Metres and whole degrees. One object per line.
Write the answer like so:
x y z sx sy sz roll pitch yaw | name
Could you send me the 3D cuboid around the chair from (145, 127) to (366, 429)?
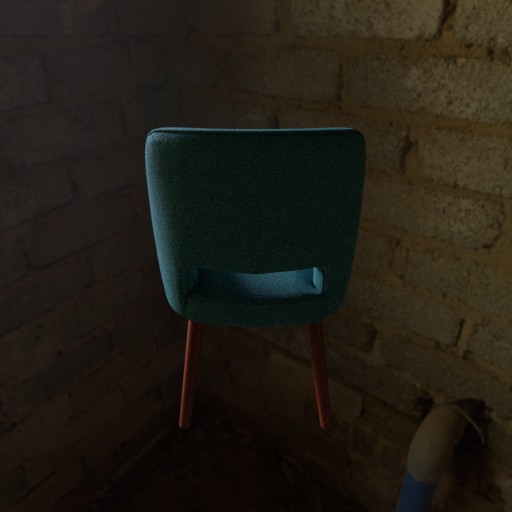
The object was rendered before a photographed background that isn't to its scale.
0.000 0.000 1.273 0.548 0.849 0.605 0 29 0 | chair
